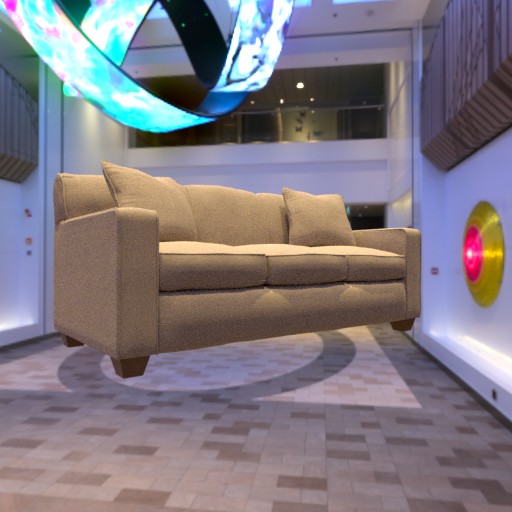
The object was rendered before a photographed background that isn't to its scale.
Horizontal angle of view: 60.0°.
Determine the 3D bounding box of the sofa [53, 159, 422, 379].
[{"bbox_3d":[0.000,0.000,2.615,2.024,0.958,0.997,0,-1,-38],"label":"sofa"}]
